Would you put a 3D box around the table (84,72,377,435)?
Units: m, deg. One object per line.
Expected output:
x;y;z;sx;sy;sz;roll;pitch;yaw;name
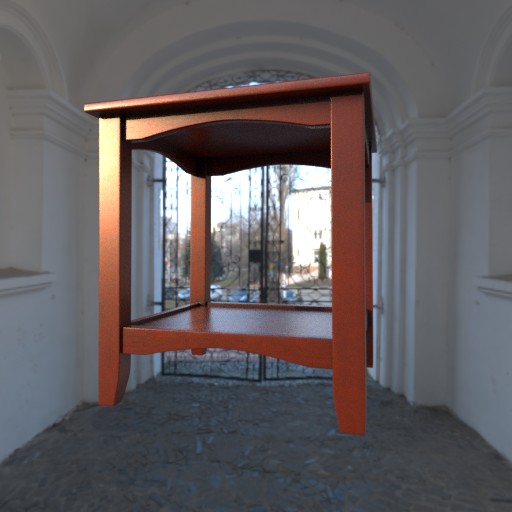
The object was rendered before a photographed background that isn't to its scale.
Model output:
0.000;0.000;0.975;0.523;0.558;0.522;0;1;19;table
